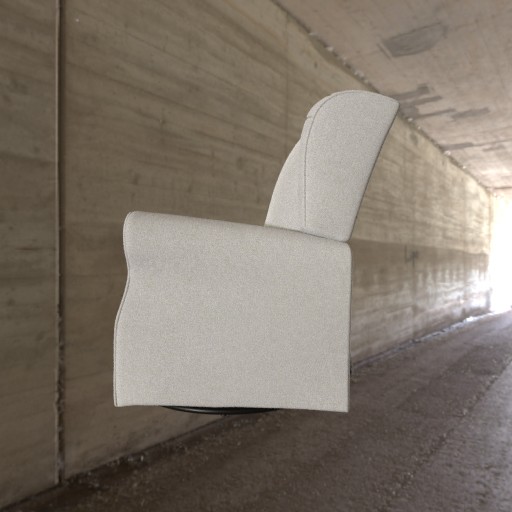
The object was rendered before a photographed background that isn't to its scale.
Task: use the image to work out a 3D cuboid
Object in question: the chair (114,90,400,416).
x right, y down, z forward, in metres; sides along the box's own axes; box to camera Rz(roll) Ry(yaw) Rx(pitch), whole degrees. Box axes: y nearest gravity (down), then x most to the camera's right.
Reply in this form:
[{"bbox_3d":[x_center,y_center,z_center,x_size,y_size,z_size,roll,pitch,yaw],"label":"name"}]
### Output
[{"bbox_3d":[0.000,0.000,1.661,0.854,0.967,0.906,0,0,1],"label":"chair"}]
